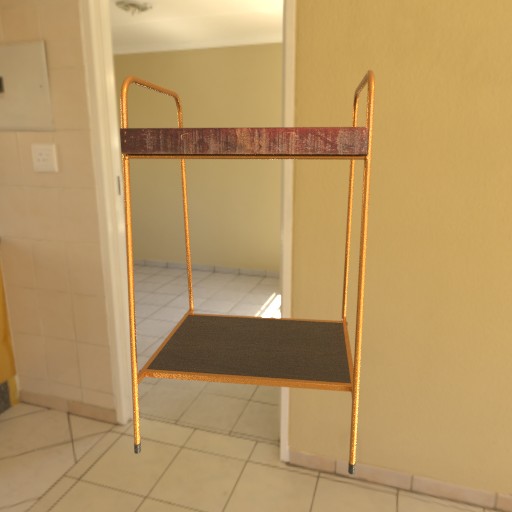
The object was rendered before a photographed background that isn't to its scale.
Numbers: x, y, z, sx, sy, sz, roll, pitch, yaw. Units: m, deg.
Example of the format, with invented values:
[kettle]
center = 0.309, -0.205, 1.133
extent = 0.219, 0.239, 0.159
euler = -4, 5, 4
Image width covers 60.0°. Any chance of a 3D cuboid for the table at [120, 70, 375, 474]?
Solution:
[table]
center = 0.000, 0.000, 0.965
extent = 0.430, 0.710, 0.430
euler = 2, 14, 8
